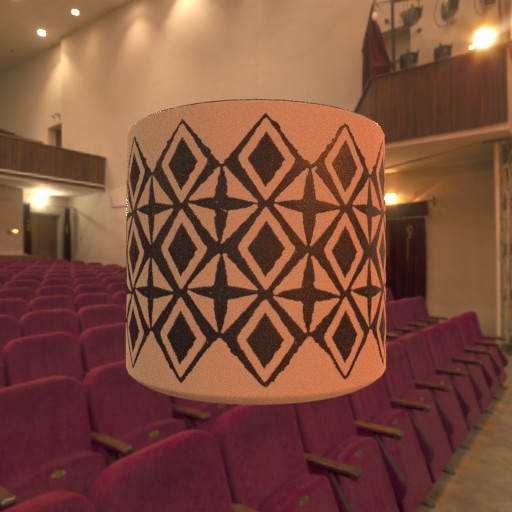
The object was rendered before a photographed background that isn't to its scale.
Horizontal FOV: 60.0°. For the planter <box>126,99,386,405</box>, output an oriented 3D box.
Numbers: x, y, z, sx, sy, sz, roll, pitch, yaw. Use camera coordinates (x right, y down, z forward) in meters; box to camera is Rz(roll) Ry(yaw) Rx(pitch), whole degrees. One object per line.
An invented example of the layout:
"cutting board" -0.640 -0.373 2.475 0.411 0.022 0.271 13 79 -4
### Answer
"planter" 0.000 0.000 0.283 0.159 0.144 0.159 0 -1 0
